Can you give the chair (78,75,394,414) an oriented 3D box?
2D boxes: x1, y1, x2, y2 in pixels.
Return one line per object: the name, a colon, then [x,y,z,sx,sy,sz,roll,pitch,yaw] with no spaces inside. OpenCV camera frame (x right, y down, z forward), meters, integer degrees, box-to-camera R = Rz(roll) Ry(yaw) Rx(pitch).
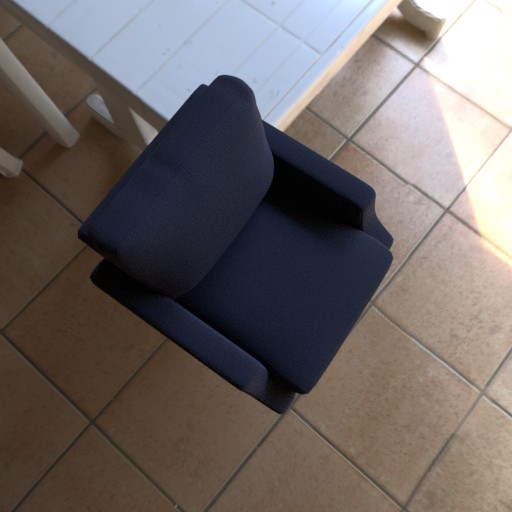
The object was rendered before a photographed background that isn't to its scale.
chair: [0.000,0.000,1.670,0.897,0.991,0.855,34,77,9]
